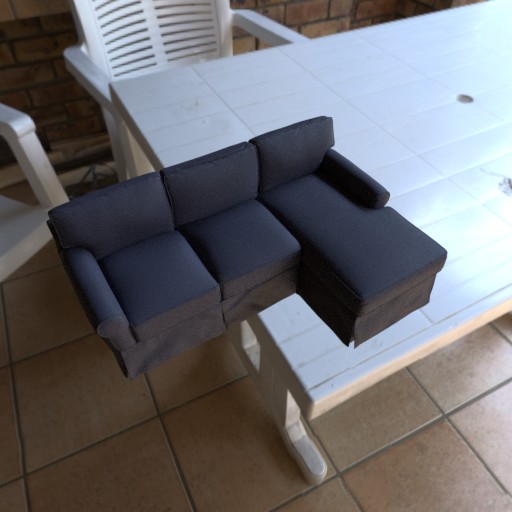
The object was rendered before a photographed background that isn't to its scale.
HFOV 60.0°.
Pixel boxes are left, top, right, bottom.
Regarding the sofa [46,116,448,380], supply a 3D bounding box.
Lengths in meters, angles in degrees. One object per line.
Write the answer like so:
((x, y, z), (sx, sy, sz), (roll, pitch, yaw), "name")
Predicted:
((0.000, 0.000, 3.335), (2.518, 1.039, 1.637), (-25, 51, -22), "sofa")
